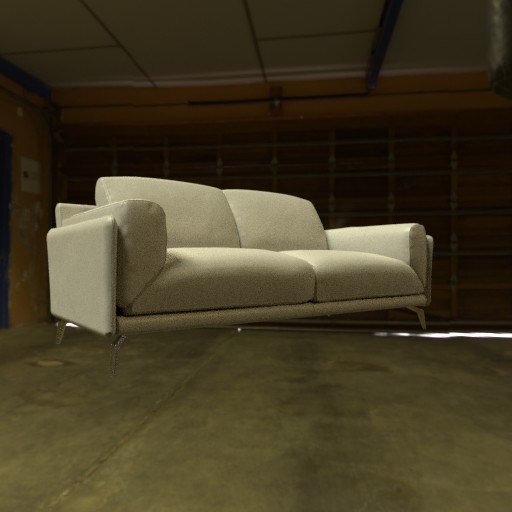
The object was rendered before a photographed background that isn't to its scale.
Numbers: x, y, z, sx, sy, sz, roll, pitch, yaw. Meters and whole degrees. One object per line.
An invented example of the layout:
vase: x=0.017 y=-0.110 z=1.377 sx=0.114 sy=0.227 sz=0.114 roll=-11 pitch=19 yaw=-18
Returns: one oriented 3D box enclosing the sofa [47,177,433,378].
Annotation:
sofa: x=0.000 y=0.000 z=2.625 sx=2.101 sy=0.930 sz=1.049 roll=1 pitch=-1 yaw=-37
